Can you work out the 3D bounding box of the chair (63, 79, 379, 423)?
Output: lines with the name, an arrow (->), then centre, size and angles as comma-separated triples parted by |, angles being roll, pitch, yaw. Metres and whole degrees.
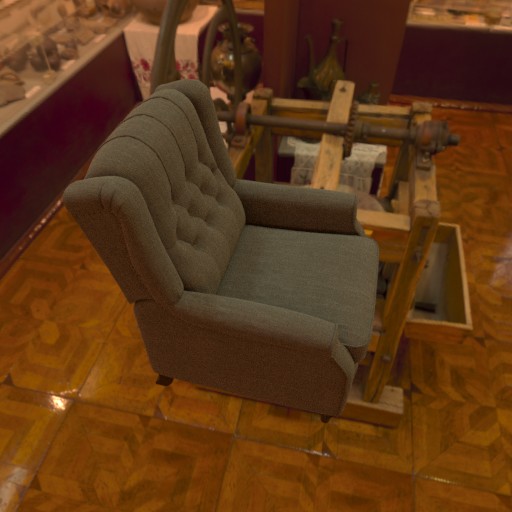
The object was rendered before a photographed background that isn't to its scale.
chair -> 0.000, 0.000, 1.617 | 0.898, 1.035, 0.742 | 10, 47, 10
